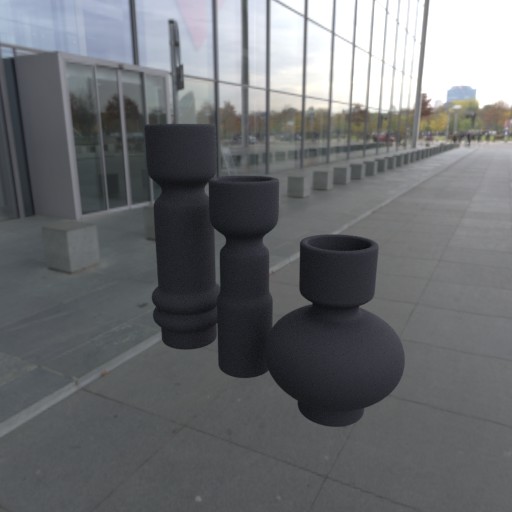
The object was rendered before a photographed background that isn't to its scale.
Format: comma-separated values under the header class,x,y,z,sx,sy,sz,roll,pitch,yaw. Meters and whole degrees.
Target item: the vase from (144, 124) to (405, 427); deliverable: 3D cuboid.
class,x,y,z,sx,sy,sz,roll,pitch,yaw
vase,0.000,0.000,0.433,0.307,0.249,0.120,14,21,42
